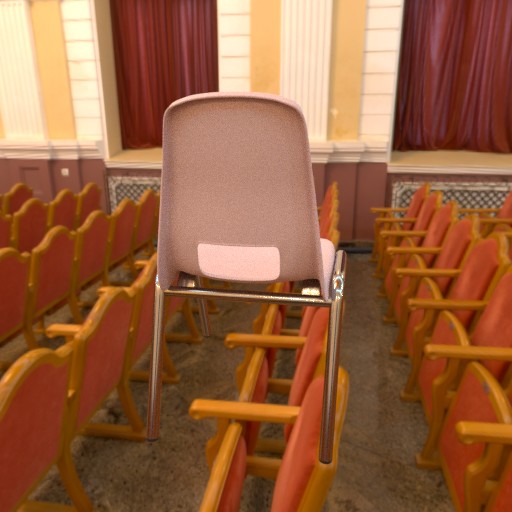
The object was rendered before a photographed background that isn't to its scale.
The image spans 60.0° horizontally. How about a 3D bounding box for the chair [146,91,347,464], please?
[{"bbox_3d":[0.000,0.000,0.870,0.354,0.586,0.423,3,17,10],"label":"chair"}]
